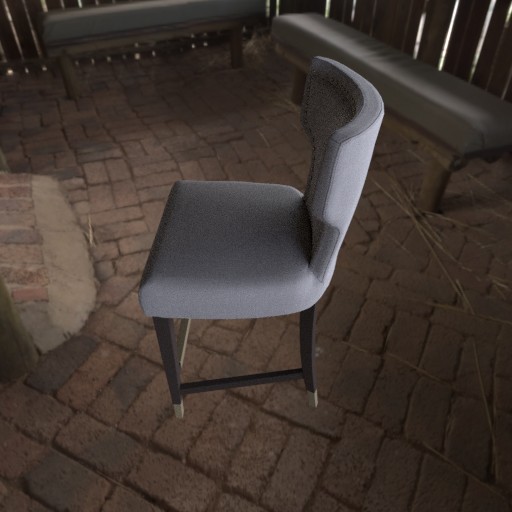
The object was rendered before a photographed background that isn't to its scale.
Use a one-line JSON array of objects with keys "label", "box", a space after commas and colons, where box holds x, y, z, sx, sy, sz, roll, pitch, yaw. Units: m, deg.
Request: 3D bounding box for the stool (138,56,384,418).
[{"label": "stool", "box": [0.000, 0.000, 1.307, 0.563, 0.982, 0.527, 1, 40, 1]}]
